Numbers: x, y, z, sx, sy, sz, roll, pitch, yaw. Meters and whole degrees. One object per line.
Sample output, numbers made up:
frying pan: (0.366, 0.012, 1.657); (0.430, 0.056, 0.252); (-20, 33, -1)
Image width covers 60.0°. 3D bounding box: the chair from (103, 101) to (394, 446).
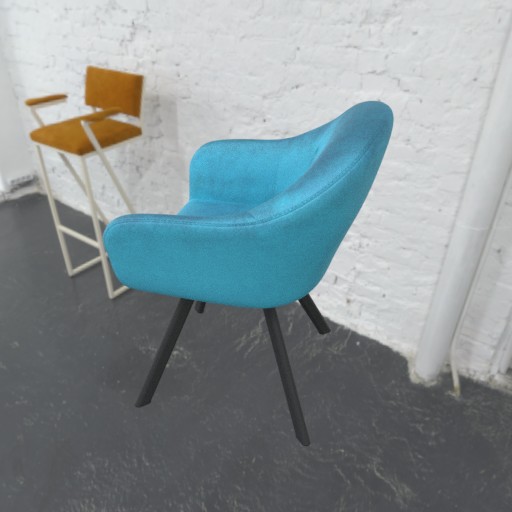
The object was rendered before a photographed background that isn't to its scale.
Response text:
chair: (0.000, 0.000, 1.136); (0.570, 0.780, 0.540); (8, 32, 13)
